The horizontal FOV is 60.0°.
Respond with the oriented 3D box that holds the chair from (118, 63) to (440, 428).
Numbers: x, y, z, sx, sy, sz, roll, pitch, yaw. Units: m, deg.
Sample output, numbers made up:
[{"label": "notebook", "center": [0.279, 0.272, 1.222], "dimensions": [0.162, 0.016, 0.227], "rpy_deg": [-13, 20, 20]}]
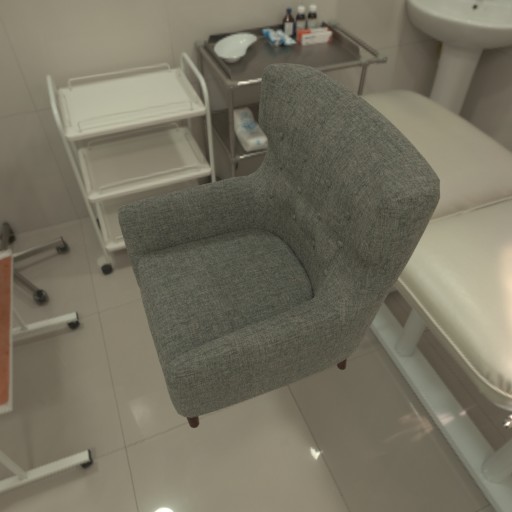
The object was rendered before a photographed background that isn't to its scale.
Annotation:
[{"label": "chair", "center": [0.000, 0.000, 1.687], "dimensions": [0.904, 1.063, 0.878], "rpy_deg": [-17, 49, -15]}]
